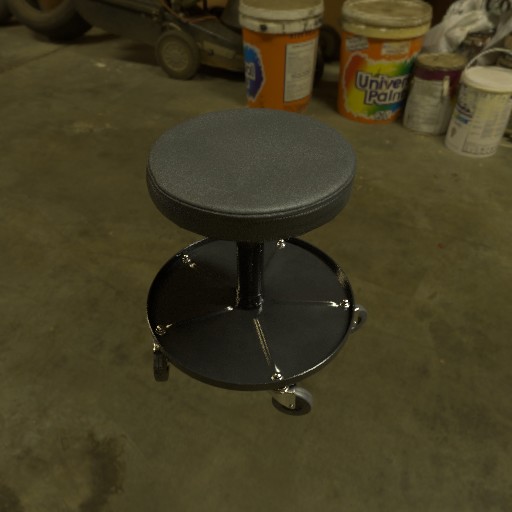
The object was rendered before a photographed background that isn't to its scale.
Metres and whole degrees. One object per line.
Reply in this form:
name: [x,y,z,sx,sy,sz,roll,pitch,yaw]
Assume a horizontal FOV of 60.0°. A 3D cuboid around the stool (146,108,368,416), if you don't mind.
stool: [0.000,0.000,0.690,0.382,0.365,0.381,-13,43,-14]
